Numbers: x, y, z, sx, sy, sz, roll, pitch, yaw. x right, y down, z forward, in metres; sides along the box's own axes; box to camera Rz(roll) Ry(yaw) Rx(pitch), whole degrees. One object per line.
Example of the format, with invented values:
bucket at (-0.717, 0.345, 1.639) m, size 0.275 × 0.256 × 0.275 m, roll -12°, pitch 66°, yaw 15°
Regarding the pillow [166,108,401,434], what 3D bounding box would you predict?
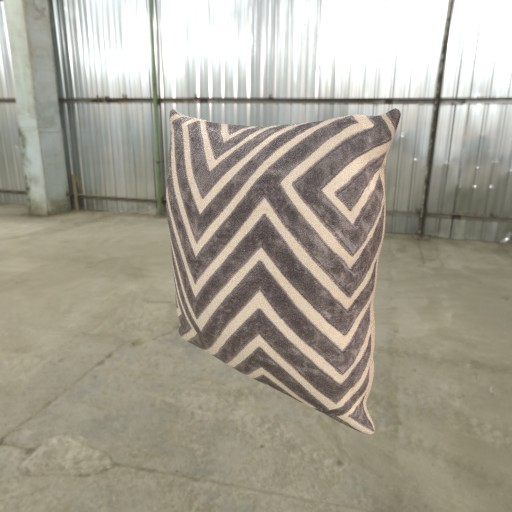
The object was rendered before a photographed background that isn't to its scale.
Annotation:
pillow at (0.000, 0.000, 0.689) m, size 0.440 × 0.441 × 0.182 m, roll 16°, pitch 23°, yaw 42°
